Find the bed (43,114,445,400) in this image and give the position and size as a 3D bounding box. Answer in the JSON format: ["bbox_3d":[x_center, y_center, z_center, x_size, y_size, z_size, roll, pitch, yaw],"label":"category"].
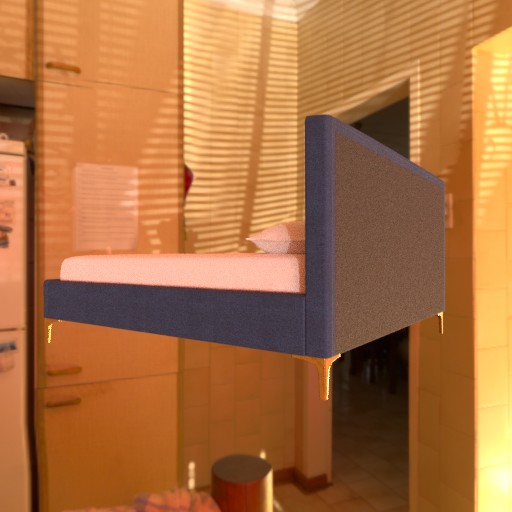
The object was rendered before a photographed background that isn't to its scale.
[{"bbox_3d":[0.000,0.000,3.345,2.232,1.231,2.096,0,0,36],"label":"bed"}]
